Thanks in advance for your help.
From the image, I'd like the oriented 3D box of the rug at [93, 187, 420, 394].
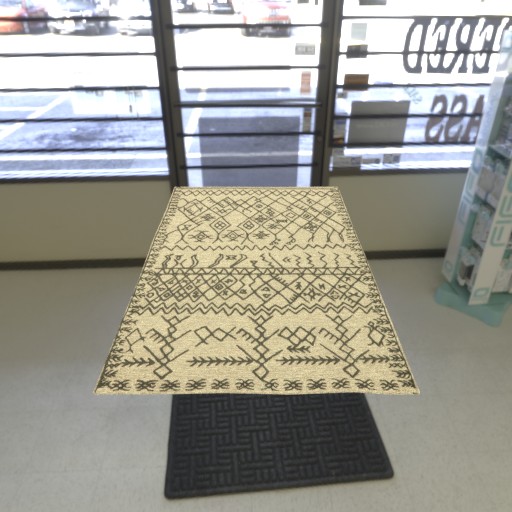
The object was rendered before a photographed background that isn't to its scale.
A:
[{"bbox_3d":[0.000,0.000,3.104,1.530,0.012,2.444,0,32,0],"label":"rug"}]
